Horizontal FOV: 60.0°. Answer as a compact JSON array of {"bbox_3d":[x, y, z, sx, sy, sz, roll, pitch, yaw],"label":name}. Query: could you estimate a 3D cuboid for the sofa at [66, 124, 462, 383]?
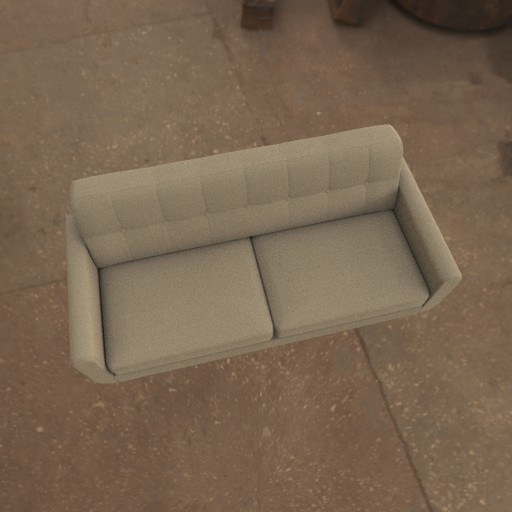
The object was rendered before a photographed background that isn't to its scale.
[{"bbox_3d":[0.000,0.000,2.683,2.137,0.892,0.980,-12,63,-6],"label":"sofa"}]
